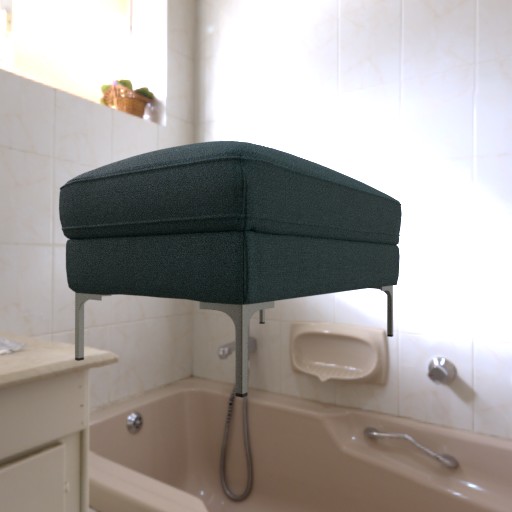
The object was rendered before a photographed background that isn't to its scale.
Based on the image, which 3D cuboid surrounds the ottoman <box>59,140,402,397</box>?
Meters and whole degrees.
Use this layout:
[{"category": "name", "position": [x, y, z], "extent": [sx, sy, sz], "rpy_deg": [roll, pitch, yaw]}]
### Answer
[{"category": "ottoman", "position": [0.000, 0.000, 1.224], "extent": [0.563, 0.498, 0.856], "rpy_deg": [-1, -1, 36]}]
